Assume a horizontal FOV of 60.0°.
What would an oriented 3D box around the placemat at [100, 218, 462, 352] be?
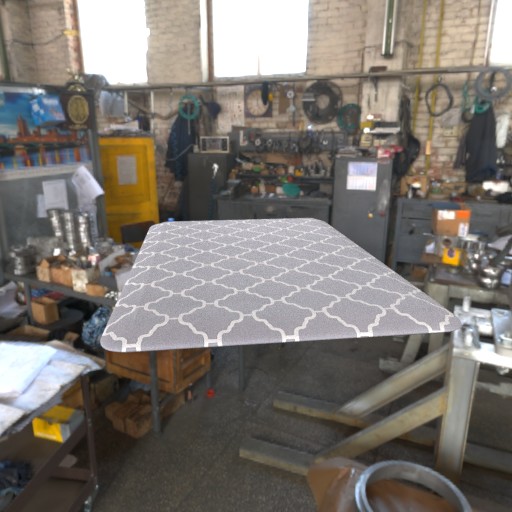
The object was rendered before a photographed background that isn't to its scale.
[{"bbox_3d":[0.000,0.000,0.945,0.508,0.021,0.762,-2,16,-7],"label":"placemat"}]
